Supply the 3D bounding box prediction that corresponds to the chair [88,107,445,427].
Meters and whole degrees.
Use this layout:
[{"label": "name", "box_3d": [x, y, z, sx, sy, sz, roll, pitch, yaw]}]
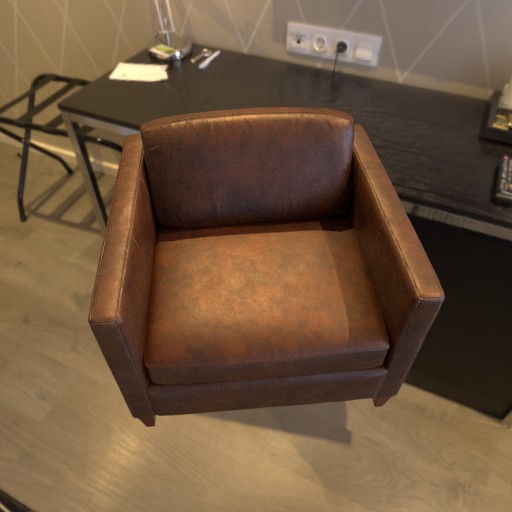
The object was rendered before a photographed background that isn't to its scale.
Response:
[{"label": "chair", "box_3d": [0.000, 0.000, 1.709, 0.990, 0.864, 0.975, -4, 46, -4]}]
